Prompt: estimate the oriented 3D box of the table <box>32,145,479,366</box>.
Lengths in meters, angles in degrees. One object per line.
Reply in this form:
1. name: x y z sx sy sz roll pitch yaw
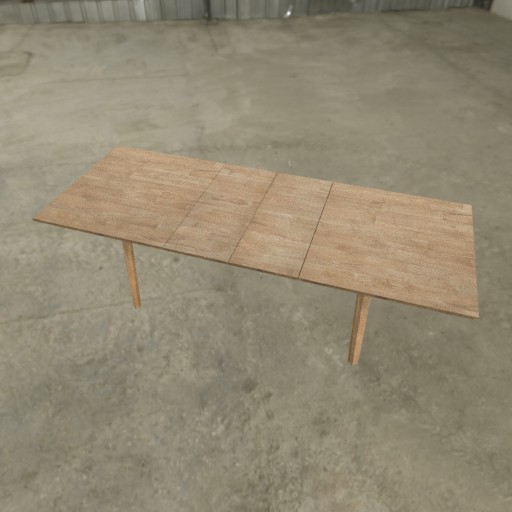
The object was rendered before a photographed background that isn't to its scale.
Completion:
1. table: 0.000 0.000 3.058 2.603 0.752 1.000 12 43 13
